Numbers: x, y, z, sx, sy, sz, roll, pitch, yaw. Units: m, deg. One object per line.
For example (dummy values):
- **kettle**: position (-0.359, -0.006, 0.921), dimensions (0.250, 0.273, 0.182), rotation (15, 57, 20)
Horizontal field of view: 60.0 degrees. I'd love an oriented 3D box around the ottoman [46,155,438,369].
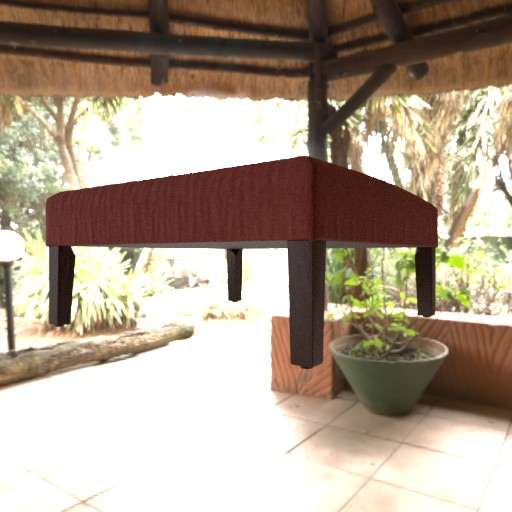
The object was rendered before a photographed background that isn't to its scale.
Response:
- **ottoman**: position (0.000, 0.000, 1.394), dimensions (0.889, 0.411, 0.890), rotation (0, 0, 36)
